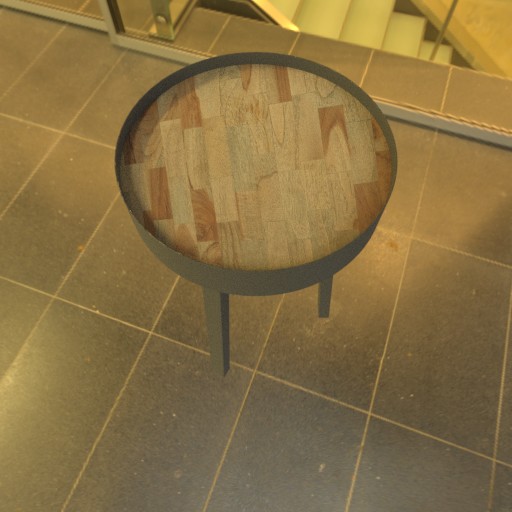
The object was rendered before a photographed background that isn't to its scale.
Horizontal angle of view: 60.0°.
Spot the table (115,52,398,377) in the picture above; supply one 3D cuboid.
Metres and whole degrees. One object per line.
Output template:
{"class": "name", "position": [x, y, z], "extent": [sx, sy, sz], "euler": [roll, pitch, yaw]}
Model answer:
{"class": "table", "position": [0.000, 0.000, 0.946], "extent": [0.406, 0.686, 0.406], "euler": [1, 62, 0]}
